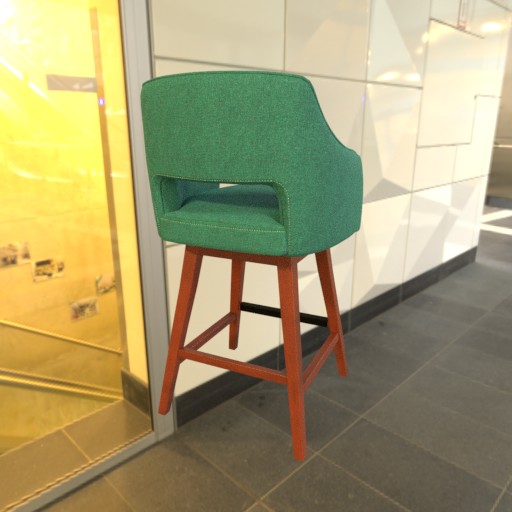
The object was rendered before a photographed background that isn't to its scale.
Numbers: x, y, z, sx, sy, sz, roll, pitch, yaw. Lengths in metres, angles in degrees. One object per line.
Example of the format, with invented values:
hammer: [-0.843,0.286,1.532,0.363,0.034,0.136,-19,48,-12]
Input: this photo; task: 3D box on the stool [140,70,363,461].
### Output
stool: [0.000,0.000,1.307,0.548,0.961,0.556,8,18,24]
